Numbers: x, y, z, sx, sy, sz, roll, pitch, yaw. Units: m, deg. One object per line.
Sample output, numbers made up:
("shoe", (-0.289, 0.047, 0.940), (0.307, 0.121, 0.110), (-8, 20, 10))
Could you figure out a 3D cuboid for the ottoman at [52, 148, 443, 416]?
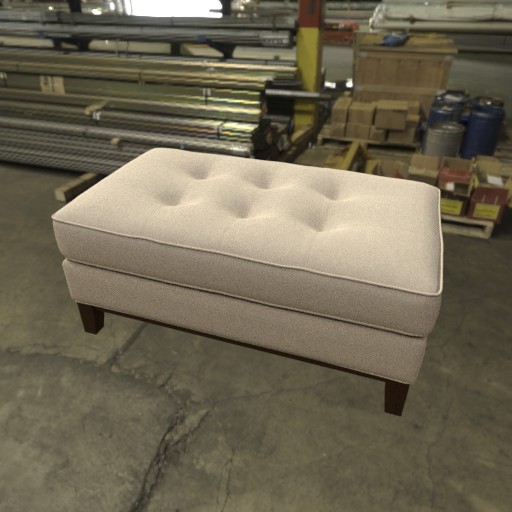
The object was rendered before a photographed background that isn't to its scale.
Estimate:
("ottoman", (0.000, 0.000, 1.528), (1.143, 0.508, 0.648), (11, 34, 16))
